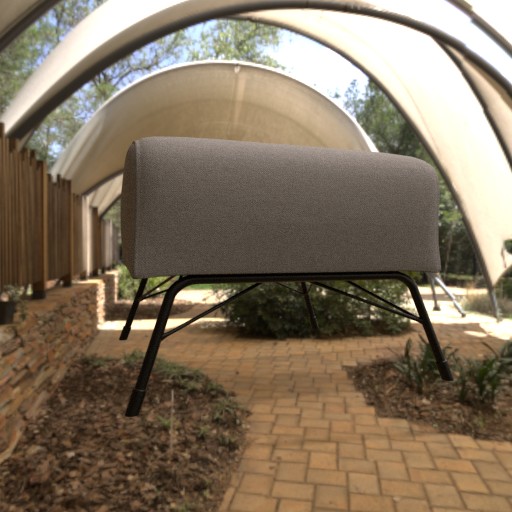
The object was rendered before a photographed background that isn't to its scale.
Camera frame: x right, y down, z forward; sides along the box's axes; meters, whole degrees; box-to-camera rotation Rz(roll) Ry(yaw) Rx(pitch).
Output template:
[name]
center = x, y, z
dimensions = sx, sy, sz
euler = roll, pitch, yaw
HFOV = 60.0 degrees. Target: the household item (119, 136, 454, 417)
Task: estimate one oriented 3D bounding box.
[household item]
center = 0.000, 0.000, 0.905
dimensions = 0.530, 0.410, 0.530
euler = 0, 1, -18
